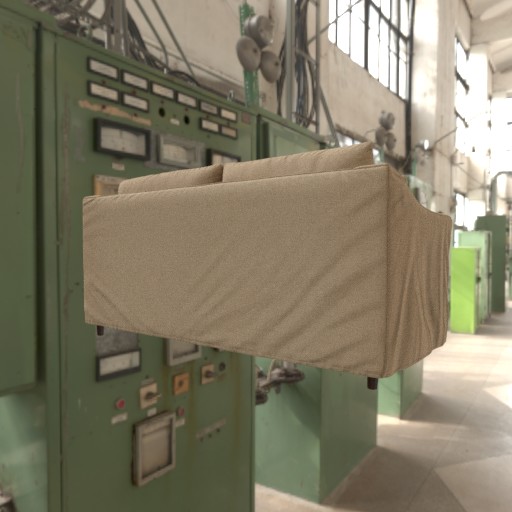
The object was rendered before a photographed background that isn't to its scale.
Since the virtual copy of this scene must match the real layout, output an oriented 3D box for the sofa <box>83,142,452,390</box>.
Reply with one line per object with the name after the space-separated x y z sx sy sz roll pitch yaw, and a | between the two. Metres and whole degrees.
0.000 0.000 2.661 2.010 1.018 1.072 1 2 36 | sofa
